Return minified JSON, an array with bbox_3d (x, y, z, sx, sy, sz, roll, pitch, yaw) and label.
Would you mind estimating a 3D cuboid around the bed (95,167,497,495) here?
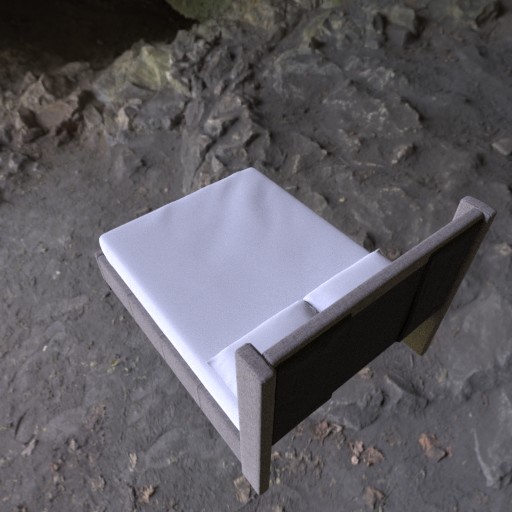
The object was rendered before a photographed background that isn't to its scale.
[{"bbox_3d":[0.000,0.000,3.254,1.714,1.476,2.245,-30,53,-26],"label":"bed"}]
